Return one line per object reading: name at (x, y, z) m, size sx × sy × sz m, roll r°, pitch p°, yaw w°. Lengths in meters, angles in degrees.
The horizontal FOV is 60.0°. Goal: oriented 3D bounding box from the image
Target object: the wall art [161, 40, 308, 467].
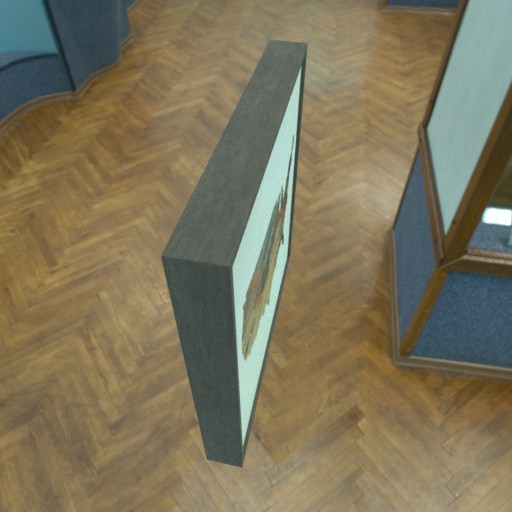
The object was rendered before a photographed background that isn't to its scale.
wall art at (0.000, 0.000, 0.443) m, size 0.038 × 0.302 × 0.303 m, roll 9°, pitch 47°, yaw 8°
